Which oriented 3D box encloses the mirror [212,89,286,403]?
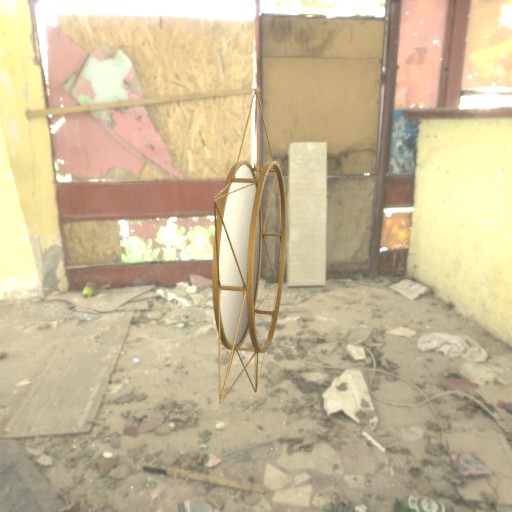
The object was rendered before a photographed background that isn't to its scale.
[{"bbox_3d":[0.000,0.000,0.821,0.062,0.581,0.498,3,17,11],"label":"mirror"}]
